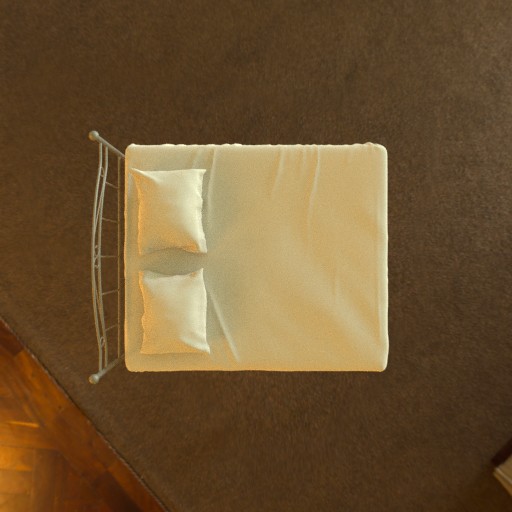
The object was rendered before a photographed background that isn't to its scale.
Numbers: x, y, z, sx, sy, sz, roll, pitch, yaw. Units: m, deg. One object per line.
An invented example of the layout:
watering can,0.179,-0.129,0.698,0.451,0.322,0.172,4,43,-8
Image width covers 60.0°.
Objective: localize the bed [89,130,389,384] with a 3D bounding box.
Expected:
bed,0.000,0.000,3.391,2.215,1.080,1.936,0,90,0
